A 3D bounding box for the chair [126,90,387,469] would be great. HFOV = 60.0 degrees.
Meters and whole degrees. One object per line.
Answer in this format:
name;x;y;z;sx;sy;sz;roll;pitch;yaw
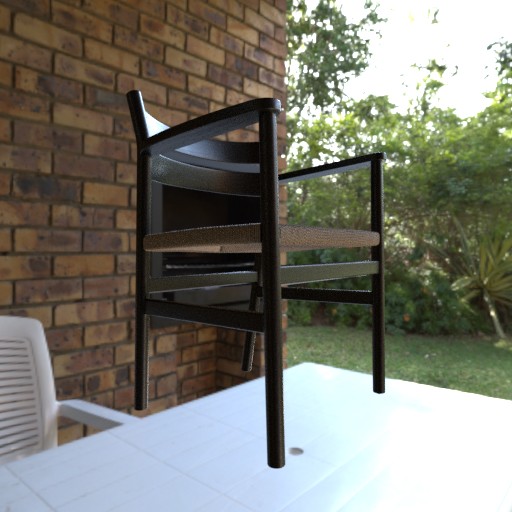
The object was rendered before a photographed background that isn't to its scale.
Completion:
chair;0.000;0.000;1.167;0.508;0.775;0.630;1;1;36
